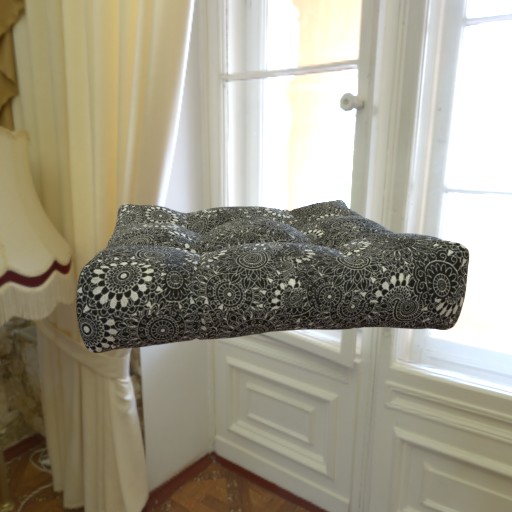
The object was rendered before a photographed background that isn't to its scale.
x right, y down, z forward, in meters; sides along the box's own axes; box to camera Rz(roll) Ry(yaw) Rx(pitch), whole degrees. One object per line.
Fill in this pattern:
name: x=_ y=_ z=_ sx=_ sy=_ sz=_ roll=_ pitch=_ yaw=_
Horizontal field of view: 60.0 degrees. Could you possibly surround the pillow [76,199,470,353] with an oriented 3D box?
pillow: x=0.000 y=0.000 z=0.735 sx=0.490 sy=0.128 sz=0.468 roll=-3 pitch=15 yaw=-10
